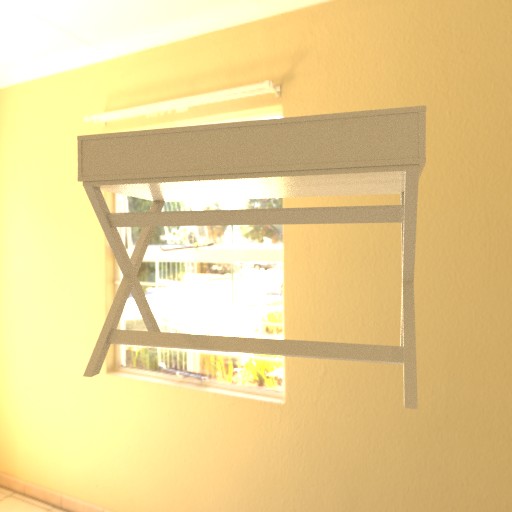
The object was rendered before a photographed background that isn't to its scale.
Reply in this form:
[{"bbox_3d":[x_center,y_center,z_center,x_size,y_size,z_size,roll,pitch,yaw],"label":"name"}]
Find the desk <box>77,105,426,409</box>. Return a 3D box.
[{"bbox_3d":[0.000,0.000,1.528,1.059,0.780,0.509,0,1,17],"label":"desk"}]
